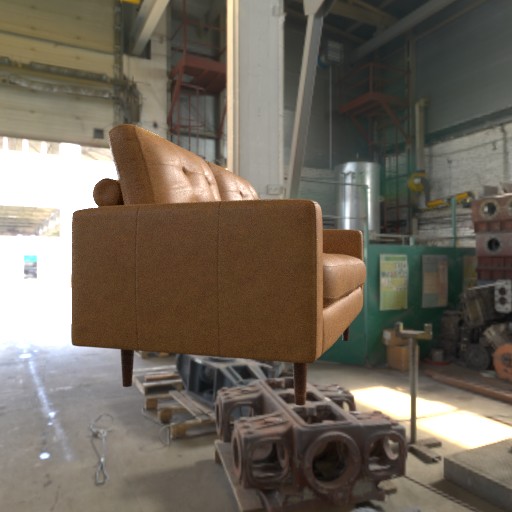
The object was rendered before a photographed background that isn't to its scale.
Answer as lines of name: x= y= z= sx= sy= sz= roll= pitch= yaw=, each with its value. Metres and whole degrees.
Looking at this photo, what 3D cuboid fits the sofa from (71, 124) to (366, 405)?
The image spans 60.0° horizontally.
sofa: x=0.000 y=0.000 z=1.956 sx=0.868 sy=0.898 sz=1.430 roll=0 pitch=0 yaw=18
